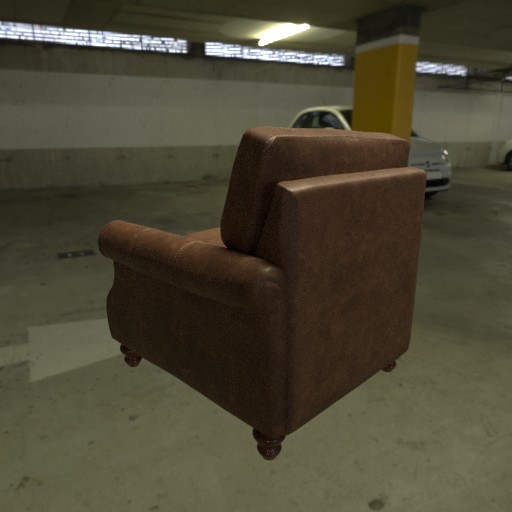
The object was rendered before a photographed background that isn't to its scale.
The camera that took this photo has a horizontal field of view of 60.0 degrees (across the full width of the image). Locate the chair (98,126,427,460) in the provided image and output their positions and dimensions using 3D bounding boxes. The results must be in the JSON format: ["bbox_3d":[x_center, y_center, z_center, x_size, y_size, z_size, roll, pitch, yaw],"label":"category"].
[{"bbox_3d":[0.000,0.000,1.759,1.002,0.976,0.996,15,21,43],"label":"chair"}]
